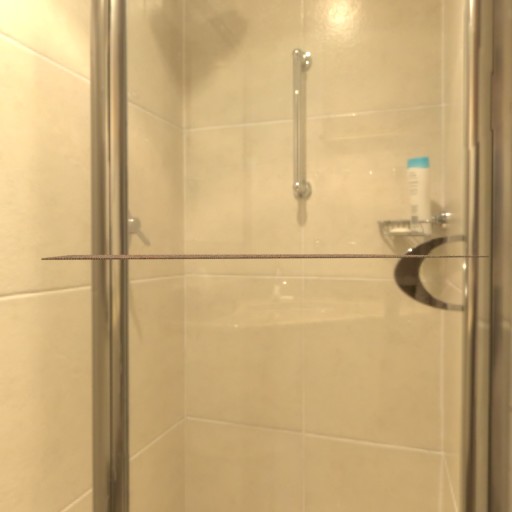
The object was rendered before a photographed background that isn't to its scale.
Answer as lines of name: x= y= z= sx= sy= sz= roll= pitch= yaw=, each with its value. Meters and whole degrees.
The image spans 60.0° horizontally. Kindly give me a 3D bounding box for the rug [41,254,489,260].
rug: x=0.000 y=0.000 z=2.978 sx=2.427 sy=0.007 sz=1.515 roll=0 pitch=1 yaw=-19
